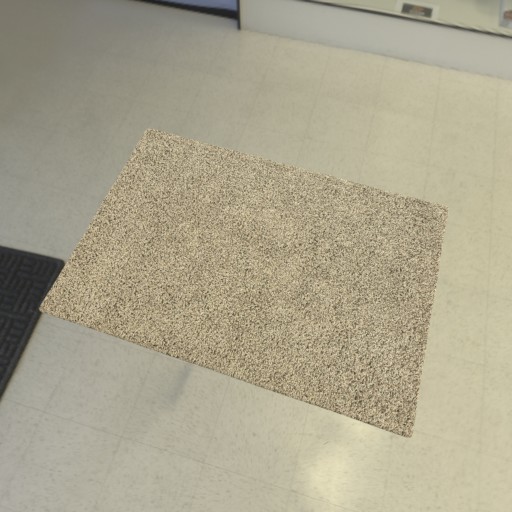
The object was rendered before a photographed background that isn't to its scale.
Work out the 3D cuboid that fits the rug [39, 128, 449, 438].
[{"bbox_3d":[0.000,0.000,2.246,1.778,0.030,1.219,17,64,9],"label":"rug"}]
